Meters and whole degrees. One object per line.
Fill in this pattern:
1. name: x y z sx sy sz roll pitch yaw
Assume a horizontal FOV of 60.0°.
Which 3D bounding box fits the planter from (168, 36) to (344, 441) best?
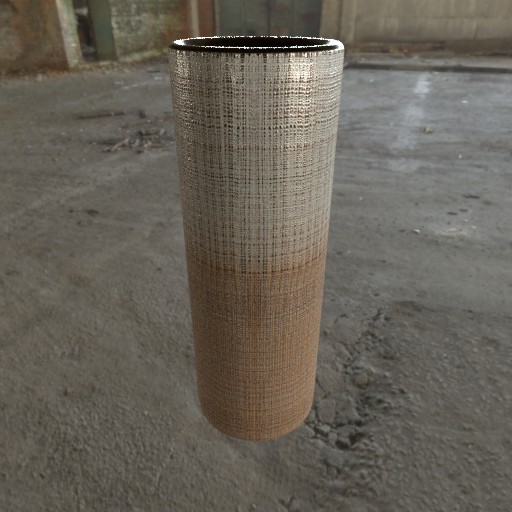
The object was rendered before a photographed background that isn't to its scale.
1. planter: 0.000 0.000 0.318 0.099 0.278 0.099 10 31 18
